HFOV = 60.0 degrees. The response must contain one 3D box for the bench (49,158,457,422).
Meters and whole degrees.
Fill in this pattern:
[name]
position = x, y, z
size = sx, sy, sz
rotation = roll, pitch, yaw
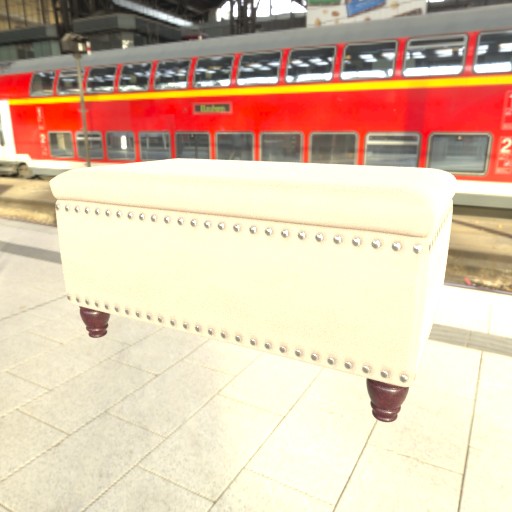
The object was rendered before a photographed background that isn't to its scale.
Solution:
[bench]
position = 0.000, 0.000, 1.150
size = 0.887, 0.449, 0.500
rotation = 8, 18, 26
